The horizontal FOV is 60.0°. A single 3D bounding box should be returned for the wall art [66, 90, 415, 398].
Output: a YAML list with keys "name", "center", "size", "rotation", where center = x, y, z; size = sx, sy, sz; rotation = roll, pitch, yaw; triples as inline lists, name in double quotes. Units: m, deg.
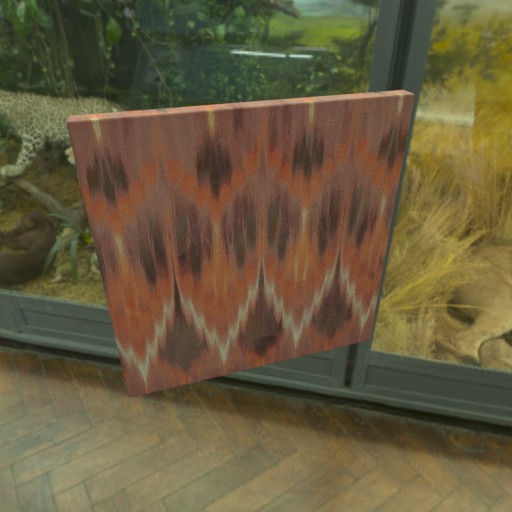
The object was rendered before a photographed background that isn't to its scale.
- name: "wall art"
  center: [0.000, 0.000, 0.912]
  size: [0.603, 0.609, 0.037]
  rotation: [-10, 34, -15]
